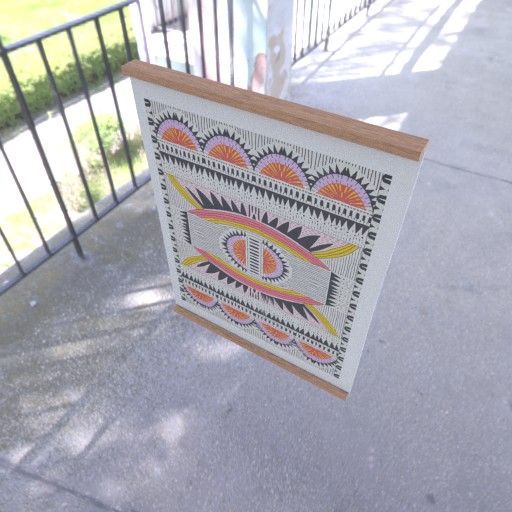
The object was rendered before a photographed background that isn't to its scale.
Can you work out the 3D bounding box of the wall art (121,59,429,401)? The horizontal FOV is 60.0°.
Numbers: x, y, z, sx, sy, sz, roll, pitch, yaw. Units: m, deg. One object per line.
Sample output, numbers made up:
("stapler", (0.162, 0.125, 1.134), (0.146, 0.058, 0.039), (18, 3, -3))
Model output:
("wall art", (0.000, 0.000, 0.708), (0.403, 0.527, 0.028), (23, 50, 21))
